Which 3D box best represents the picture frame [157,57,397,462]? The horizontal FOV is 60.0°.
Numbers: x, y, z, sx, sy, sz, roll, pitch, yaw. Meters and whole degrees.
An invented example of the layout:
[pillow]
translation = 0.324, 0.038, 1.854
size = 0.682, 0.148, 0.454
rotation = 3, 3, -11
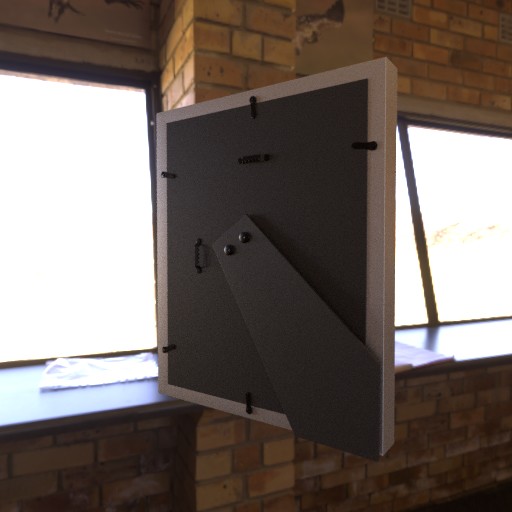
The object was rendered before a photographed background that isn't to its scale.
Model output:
[picture frame]
translation = 0.000, 0.000, 0.386
size = 0.233, 0.282, 0.036
rotation = 1, 2, 35
